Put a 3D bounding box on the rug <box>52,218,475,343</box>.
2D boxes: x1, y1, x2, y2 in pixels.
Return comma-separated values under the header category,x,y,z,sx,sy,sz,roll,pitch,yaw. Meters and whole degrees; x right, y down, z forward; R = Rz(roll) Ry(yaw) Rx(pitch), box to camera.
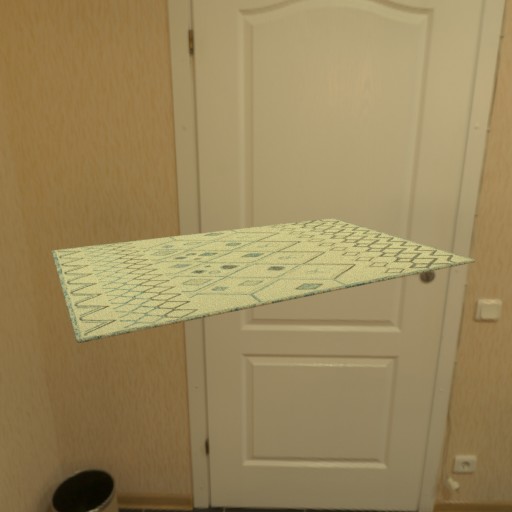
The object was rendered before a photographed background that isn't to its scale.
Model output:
category,x,y,z,sx,sy,sz,roll,pitch,yaw
rug,0.000,0.000,2.995,2.439,0.015,1.524,-8,19,-26
